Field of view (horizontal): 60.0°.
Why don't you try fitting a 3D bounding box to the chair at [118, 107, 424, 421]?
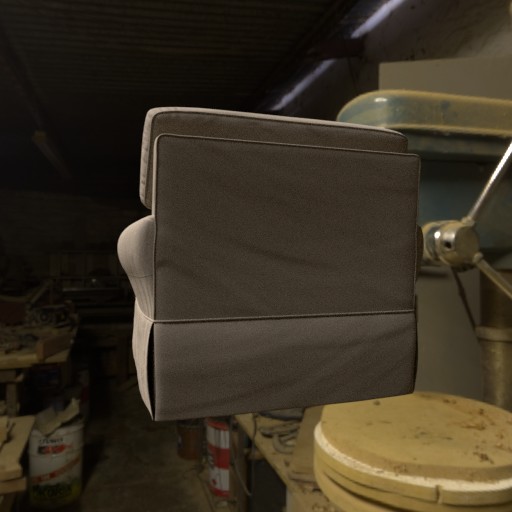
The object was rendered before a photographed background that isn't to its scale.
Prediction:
[{"bbox_3d":[0.000,0.000,1.904,1.135,1.017,0.988,0,0,-18],"label":"chair"}]
